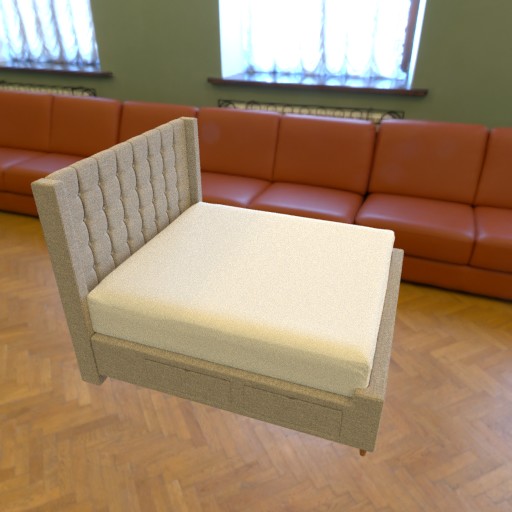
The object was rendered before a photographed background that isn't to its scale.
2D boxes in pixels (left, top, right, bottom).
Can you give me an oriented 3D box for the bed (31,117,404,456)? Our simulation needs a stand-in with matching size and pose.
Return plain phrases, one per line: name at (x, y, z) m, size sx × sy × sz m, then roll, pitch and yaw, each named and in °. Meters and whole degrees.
bed at (0.000, 0.000, 3.747) m, size 2.372 × 1.748 × 2.044 m, roll 10°, pitch 31°, yaw 17°
